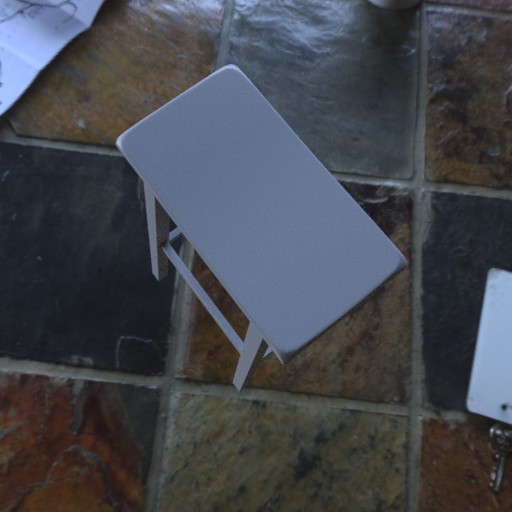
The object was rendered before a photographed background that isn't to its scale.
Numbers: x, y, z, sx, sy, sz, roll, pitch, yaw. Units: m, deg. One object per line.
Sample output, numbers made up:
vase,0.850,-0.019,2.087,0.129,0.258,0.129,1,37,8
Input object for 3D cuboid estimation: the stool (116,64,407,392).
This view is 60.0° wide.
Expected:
stool,0.000,0.000,1.042,0.476,0.737,0.457,-37,79,-8
